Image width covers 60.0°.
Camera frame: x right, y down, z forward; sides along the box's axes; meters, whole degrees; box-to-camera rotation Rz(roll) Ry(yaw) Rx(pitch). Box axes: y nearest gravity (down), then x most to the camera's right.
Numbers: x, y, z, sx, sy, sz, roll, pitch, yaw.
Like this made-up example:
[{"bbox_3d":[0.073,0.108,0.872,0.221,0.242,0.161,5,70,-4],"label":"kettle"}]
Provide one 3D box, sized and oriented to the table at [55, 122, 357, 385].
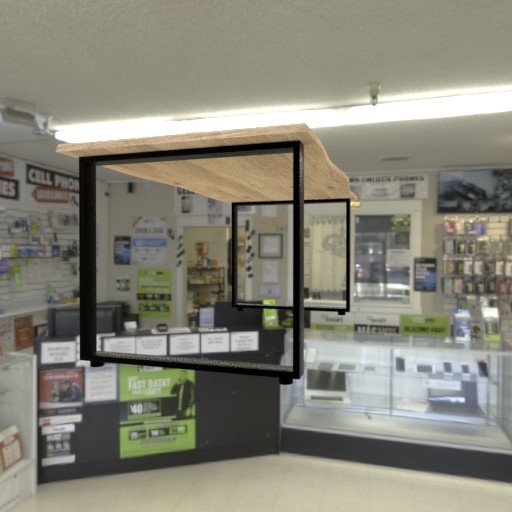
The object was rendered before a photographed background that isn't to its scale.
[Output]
[{"bbox_3d":[0.000,0.000,2.238,0.900,0.780,1.800,0,1,17],"label":"table"}]
